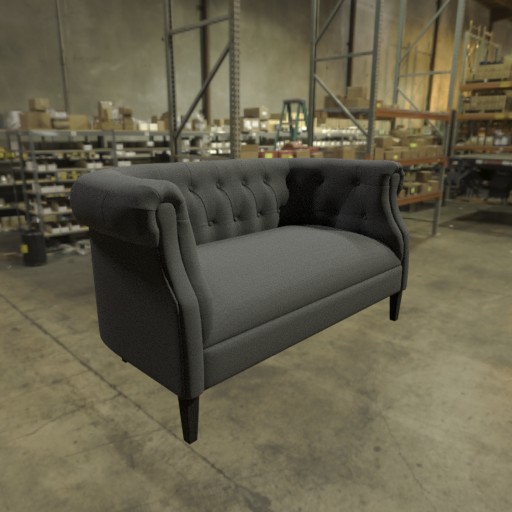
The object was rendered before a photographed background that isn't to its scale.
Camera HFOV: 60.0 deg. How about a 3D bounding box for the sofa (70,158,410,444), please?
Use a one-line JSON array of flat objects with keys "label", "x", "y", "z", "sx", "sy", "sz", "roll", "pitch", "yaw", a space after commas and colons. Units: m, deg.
[{"label": "sofa", "x": 0.000, "y": 0.000, "z": 2.026, "sx": 0.835, "sy": 0.827, "sz": 1.558, "roll": 15, "pitch": 21, "yaw": 43}]
